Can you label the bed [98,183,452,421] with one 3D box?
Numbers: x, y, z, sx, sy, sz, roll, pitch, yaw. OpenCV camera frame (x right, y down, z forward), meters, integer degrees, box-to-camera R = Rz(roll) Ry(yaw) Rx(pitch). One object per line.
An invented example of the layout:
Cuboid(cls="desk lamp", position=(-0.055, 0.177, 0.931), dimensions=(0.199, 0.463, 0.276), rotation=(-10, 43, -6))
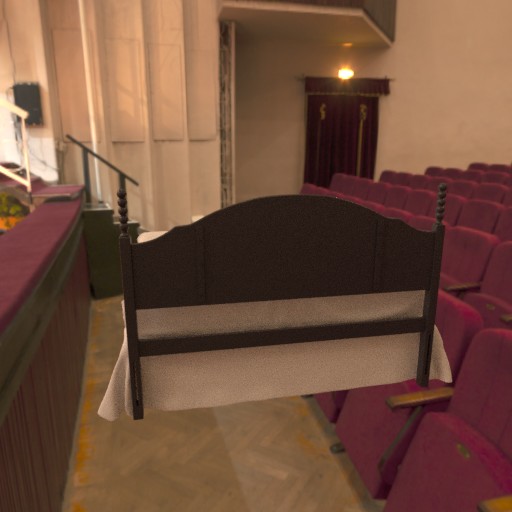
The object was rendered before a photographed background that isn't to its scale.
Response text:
Cuboid(cls="bed", position=(0.000, 0.000, 3.668), dimensions=(2.322, 1.355, 2.219), rotation=(-3, 15, -11))
